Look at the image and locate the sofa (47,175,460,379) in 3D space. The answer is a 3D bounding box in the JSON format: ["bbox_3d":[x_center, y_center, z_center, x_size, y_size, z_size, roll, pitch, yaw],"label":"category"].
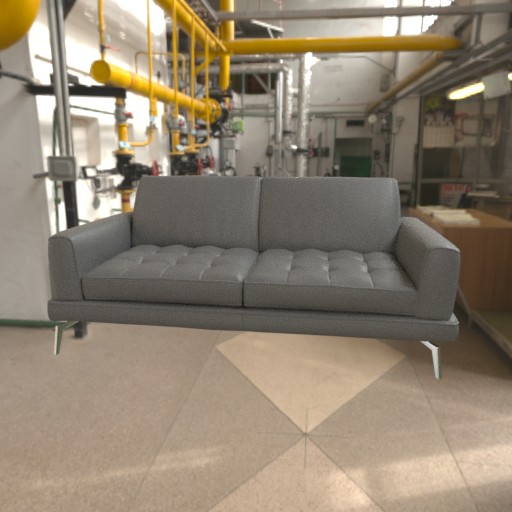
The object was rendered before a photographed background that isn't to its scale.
[{"bbox_3d":[0.000,0.000,2.728,2.177,0.930,1.121,2,14,8],"label":"sofa"}]
